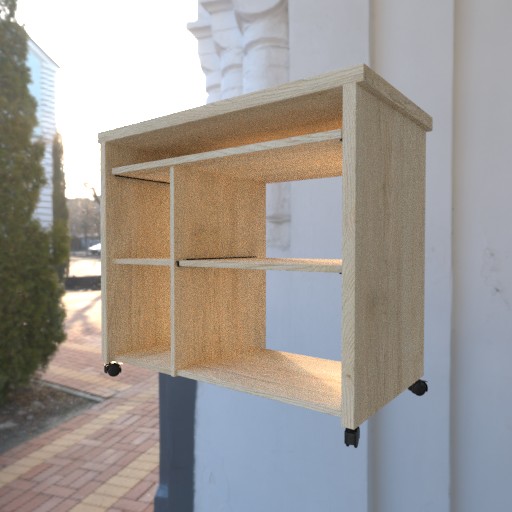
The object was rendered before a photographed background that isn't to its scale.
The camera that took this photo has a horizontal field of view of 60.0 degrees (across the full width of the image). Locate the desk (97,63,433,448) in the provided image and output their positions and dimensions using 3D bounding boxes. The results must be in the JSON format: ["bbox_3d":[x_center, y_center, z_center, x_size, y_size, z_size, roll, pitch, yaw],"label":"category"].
[{"bbox_3d":[0.000,0.000,1.323,0.885,0.770,0.480,1,2,37],"label":"desk"}]
